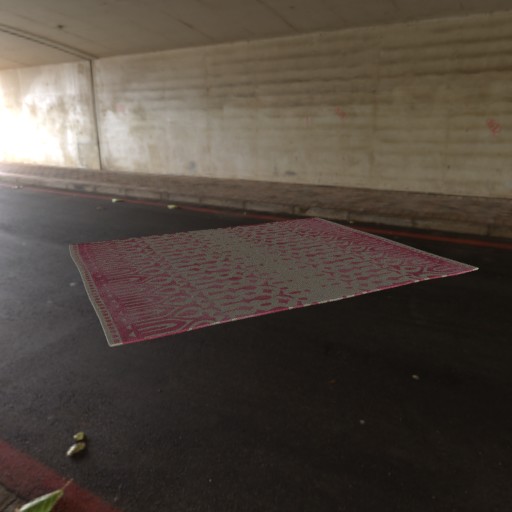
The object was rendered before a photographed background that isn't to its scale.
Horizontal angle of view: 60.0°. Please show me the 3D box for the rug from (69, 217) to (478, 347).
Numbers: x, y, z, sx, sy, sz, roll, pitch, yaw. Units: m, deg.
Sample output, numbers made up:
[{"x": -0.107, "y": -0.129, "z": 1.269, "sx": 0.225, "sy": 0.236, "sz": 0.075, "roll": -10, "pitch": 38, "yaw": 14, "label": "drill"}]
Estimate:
[{"x": 0.000, "y": 0.000, "z": 4.165, "sx": 3.095, "sy": 0.016, "sz": 2.441, "roll": -8, "pitch": 18, "yaw": -26, "label": "rug"}]
